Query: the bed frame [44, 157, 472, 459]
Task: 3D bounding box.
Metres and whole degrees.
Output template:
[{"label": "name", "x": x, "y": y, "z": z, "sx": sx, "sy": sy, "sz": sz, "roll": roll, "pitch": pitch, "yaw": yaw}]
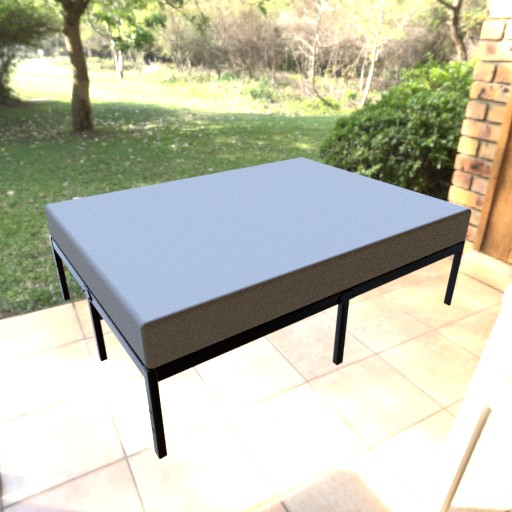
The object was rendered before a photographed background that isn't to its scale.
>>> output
[{"label": "bed frame", "x": 0.000, "y": 0.000, "z": 2.771, "sx": 2.072, "sy": 0.659, "sz": 1.557, "roll": -17, "pitch": 31, "yaw": -31}]
